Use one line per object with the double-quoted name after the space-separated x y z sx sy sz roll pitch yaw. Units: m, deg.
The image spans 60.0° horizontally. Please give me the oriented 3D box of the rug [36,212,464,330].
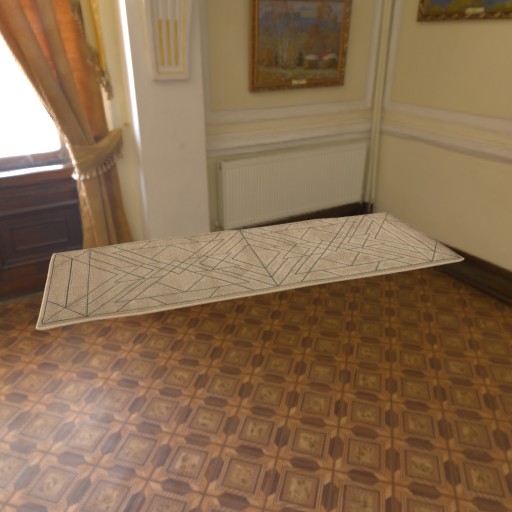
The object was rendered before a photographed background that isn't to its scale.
0.000 0.000 2.705 2.381 0.036 0.831 -8 28 -16 "rug"
